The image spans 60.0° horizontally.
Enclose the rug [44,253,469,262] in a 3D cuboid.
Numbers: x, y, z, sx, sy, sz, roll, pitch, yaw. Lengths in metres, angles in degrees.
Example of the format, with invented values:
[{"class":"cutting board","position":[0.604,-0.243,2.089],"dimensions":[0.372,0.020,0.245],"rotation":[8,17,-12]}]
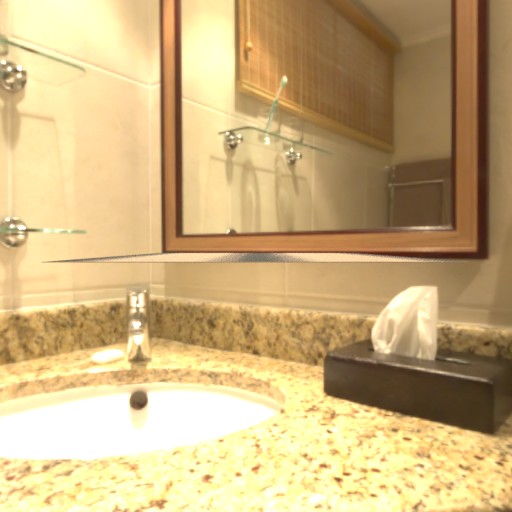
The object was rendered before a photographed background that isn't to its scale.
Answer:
[{"class":"rug","position":[0.000,0.000,4.030],"dimensions":[2.453,0.004,3.037],"rotation":[0,1,0]}]
